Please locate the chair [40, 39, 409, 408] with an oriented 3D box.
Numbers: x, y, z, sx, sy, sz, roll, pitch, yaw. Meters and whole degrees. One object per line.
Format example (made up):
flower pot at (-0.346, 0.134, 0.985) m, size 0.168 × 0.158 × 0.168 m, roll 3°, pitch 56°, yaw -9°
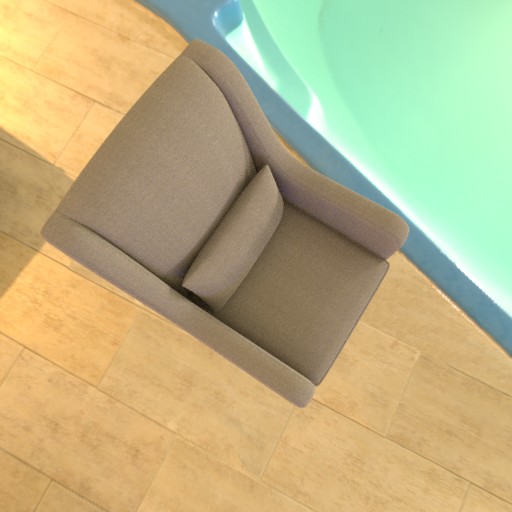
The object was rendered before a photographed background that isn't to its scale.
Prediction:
chair at (0.000, 0.000, 1.604) m, size 0.890 × 1.017 × 0.715 m, roll 32°, pitch 78°, yaw 8°
